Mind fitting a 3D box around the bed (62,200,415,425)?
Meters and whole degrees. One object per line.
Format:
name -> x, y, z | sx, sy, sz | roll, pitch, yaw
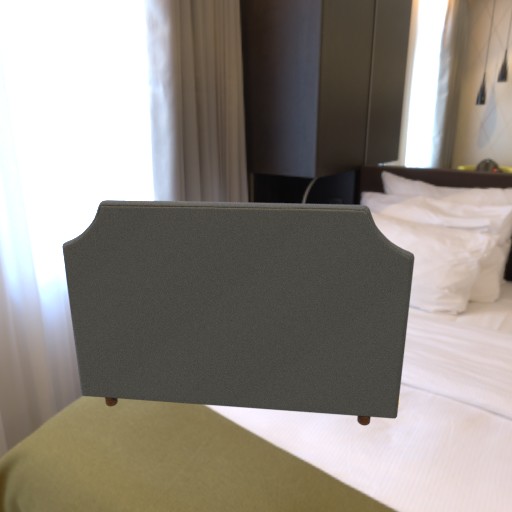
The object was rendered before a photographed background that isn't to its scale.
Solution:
bed -> 0.000, 0.000, 4.158 | 2.350, 1.488, 2.773 | 2, 17, 6
